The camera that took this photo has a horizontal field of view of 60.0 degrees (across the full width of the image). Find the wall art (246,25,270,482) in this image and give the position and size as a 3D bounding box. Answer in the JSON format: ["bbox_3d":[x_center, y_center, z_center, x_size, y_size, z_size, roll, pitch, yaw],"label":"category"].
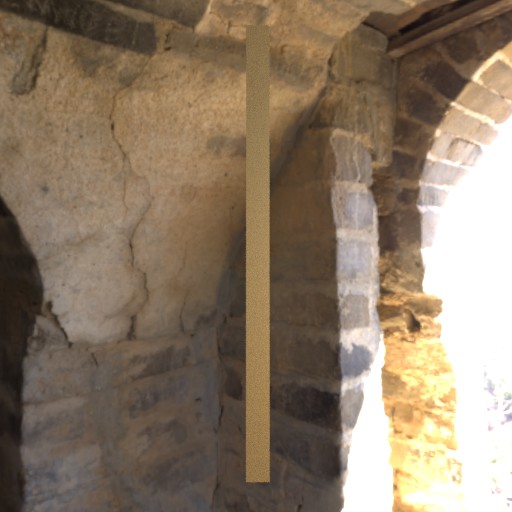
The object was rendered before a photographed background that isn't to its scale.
[{"bbox_3d":[0.000,0.000,2.831,0.099,1.926,1.926,0,-1,0],"label":"wall art"}]
